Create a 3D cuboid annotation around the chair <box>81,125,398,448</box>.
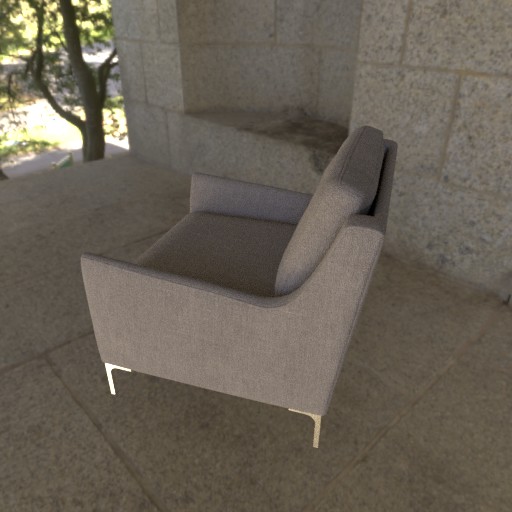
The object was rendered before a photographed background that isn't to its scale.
[{"bbox_3d":[0.000,0.000,1.577,0.849,0.828,0.847,9,30,15],"label":"chair"}]
